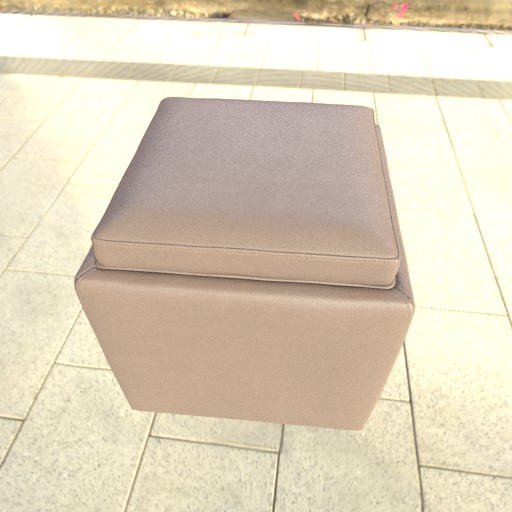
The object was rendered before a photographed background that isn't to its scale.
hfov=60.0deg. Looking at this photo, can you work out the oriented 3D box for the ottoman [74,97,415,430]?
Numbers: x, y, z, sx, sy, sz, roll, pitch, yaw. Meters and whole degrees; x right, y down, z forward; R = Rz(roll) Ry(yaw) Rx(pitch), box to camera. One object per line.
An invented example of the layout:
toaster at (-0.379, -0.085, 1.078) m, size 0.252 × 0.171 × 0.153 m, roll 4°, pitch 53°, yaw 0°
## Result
ottoman at (0.000, 0.000, 0.812) m, size 0.451 × 0.460 × 0.450 m, roll 4°, pitch 46°, yaw 4°
